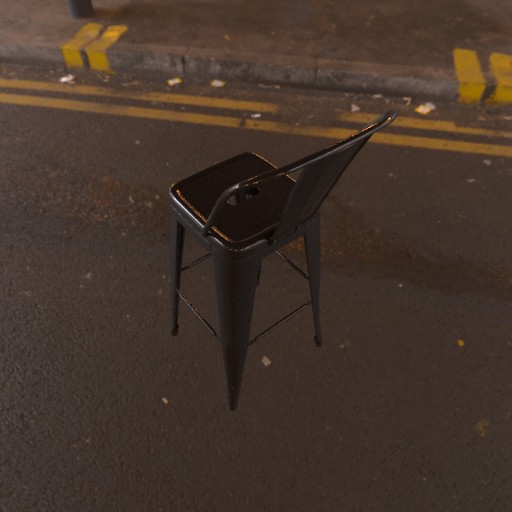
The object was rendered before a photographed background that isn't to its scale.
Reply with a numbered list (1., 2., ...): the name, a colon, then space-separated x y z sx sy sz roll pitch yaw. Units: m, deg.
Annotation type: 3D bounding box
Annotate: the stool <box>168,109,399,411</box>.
1. stool: 0.000 0.000 1.286 0.432 1.022 0.528 -30 54 -25
